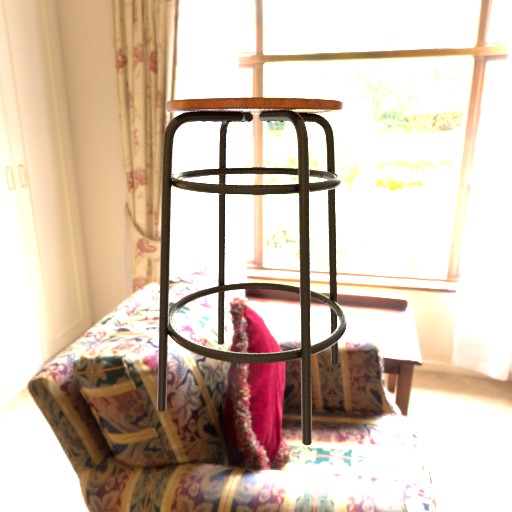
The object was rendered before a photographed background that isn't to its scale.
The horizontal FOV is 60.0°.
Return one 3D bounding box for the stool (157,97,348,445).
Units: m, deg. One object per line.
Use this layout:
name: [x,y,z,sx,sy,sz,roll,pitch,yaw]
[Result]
stool: [0.000,0.000,0.930,0.455,0.610,0.455,-8,18,-25]
